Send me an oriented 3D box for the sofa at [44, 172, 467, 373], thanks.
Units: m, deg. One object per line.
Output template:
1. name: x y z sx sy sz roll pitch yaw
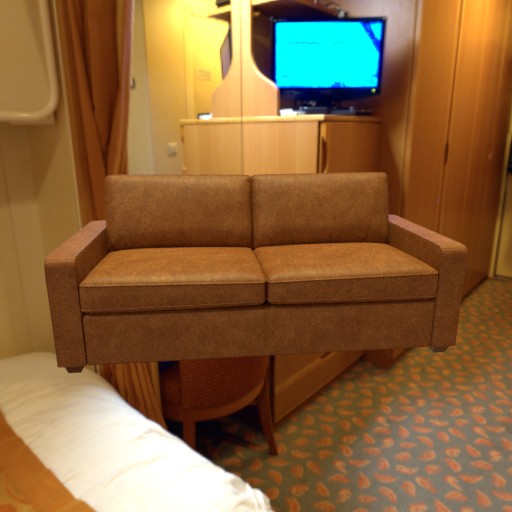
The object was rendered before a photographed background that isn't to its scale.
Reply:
1. sofa: 0.000 0.000 2.656 2.156 0.928 0.991 -2 16 -6
